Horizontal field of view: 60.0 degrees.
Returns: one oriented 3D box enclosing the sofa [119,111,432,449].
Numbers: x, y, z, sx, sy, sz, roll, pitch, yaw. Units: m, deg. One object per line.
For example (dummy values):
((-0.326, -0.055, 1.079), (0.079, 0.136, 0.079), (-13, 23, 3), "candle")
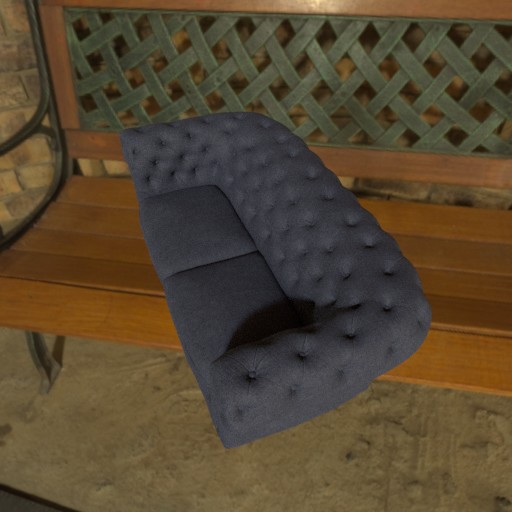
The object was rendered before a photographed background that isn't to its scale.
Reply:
((0.000, 0.000, 2.455), (1.082, 0.833, 1.988), (-16, 48, -16), "sofa")
